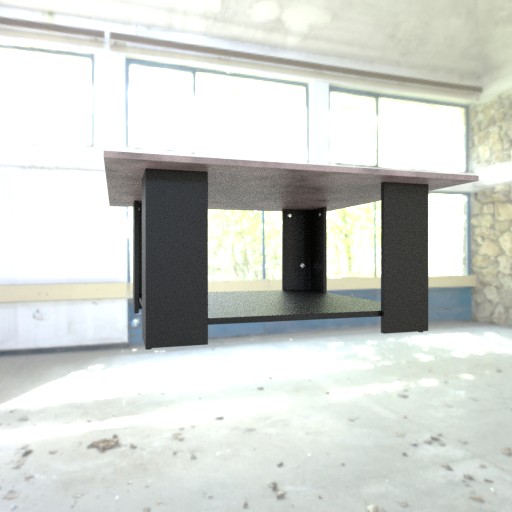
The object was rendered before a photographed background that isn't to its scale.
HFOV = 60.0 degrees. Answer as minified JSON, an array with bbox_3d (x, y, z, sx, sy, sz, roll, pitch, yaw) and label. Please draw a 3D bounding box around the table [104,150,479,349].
[{"bbox_3d":[0.000,0.000,1.055,0.670,0.305,0.670,0,0,-18],"label":"table"}]
